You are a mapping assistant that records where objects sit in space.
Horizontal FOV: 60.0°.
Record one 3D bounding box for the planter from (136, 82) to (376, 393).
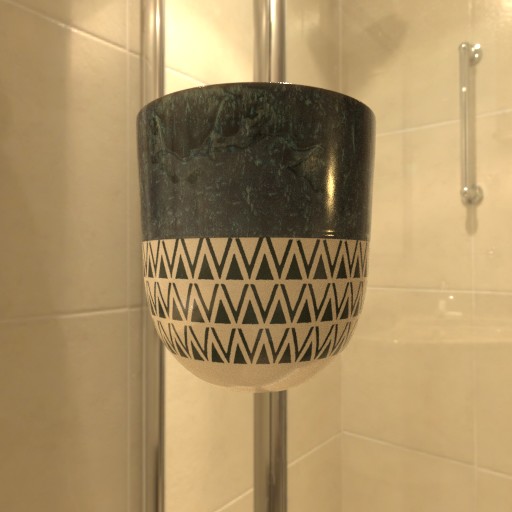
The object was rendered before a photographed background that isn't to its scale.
[{"bbox_3d":[0.000,0.000,0.371,0.195,0.214,0.195,0,-1,0],"label":"planter"}]
